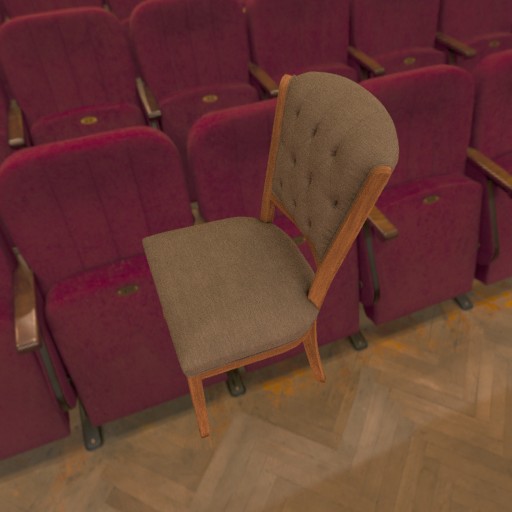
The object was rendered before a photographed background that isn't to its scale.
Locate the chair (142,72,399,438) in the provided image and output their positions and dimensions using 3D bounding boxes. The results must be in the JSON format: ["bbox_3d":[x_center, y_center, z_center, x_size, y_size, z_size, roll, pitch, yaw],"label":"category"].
[{"bbox_3d":[0.000,0.000,1.279,0.584,0.905,0.513,-16,47,-15],"label":"chair"}]
